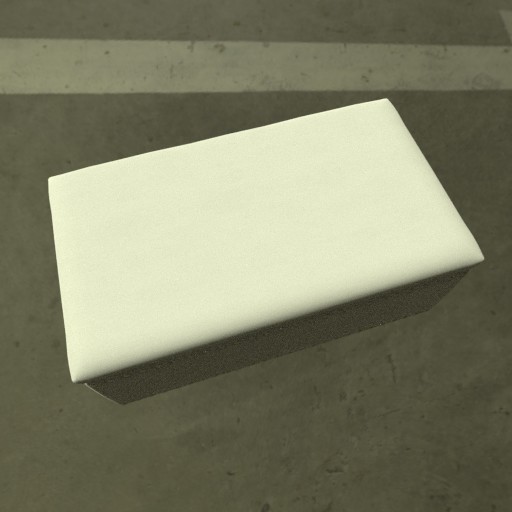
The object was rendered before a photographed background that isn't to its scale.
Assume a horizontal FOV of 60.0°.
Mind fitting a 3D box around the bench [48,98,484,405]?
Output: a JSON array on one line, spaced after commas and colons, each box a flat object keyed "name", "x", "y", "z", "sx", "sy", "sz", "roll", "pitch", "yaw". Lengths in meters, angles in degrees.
[{"name": "bench", "x": 0.000, "y": 0.000, "z": 1.174, "sx": 0.887, "sy": 0.449, "sz": 0.500, "roll": -15, "pitch": 64, "yaw": -8}]
